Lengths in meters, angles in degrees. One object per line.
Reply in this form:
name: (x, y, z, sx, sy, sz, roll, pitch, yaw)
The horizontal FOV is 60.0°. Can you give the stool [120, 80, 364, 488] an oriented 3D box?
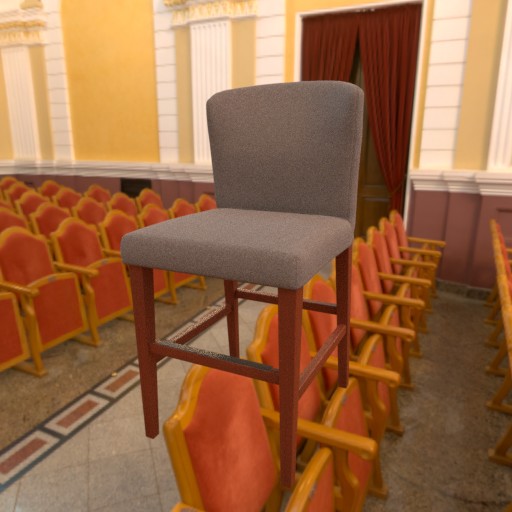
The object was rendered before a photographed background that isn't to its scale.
stool: (0.000, 0.000, 1.240, 0.481, 0.968, 0.568, 7, 16, 25)
